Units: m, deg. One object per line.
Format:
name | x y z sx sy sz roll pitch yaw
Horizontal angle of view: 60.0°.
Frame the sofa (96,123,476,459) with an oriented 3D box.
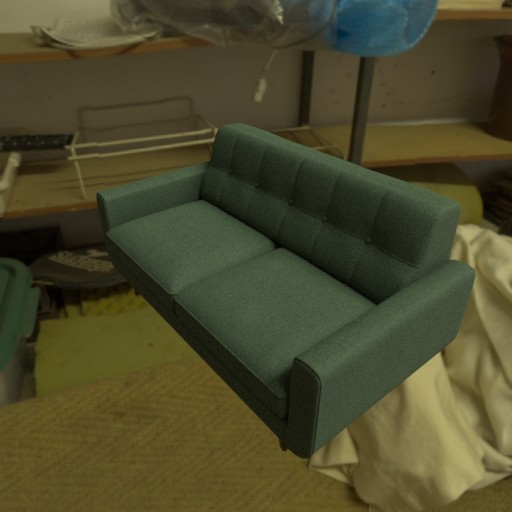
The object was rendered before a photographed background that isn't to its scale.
sofa | 0.000 0.000 2.087 0.909 0.841 1.631 -23 39 -32
